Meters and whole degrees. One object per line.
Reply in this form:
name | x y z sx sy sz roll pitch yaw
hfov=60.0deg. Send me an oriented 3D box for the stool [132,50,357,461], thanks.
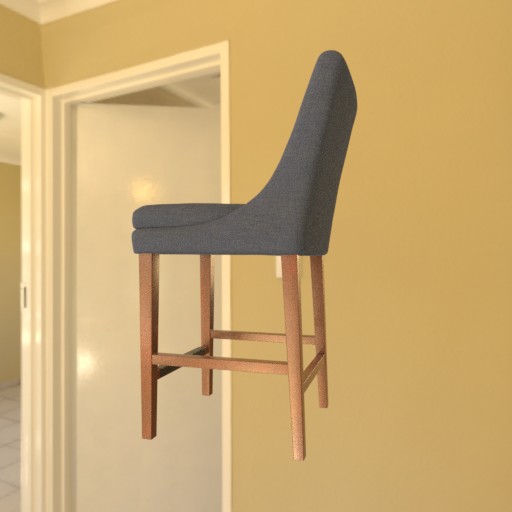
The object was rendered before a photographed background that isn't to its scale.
stool | 0.000 0.000 1.311 0.577 0.981 0.470 0 0 17
